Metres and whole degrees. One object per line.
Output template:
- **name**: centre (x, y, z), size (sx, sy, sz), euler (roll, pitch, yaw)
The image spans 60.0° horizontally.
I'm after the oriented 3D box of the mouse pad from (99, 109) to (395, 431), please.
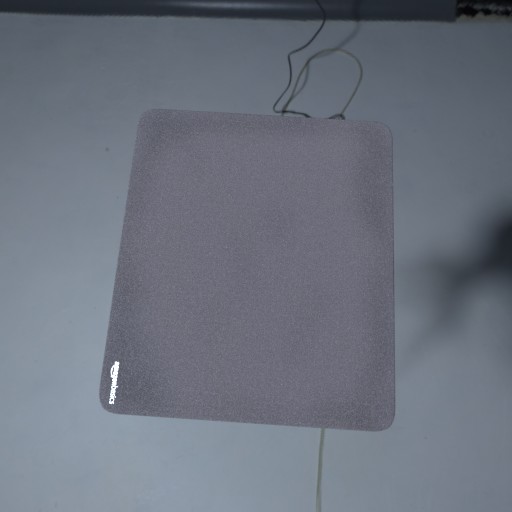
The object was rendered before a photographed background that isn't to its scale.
- **mouse pad**: centre (0.000, 0.000, 0.634), size (0.393, 0.002, 0.451), euler (4, 76, 1)
